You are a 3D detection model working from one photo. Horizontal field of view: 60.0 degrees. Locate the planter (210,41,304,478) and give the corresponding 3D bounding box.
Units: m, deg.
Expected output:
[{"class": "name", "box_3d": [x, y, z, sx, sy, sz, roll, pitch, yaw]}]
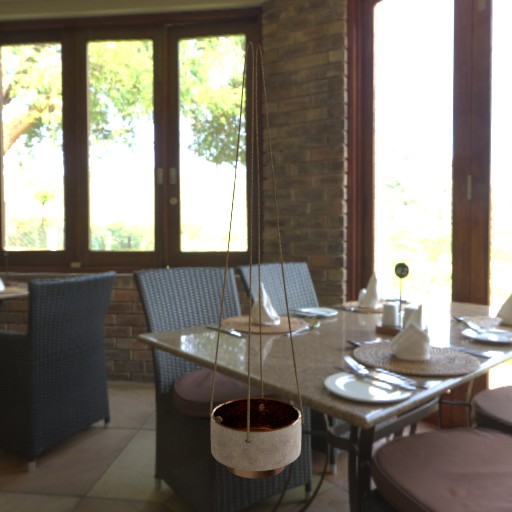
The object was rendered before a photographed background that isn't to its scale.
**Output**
[{"class": "planter", "box_3d": [0.000, 0.000, 1.089, 0.223, 1.030, 0.223, -1, 2, -36]}]
